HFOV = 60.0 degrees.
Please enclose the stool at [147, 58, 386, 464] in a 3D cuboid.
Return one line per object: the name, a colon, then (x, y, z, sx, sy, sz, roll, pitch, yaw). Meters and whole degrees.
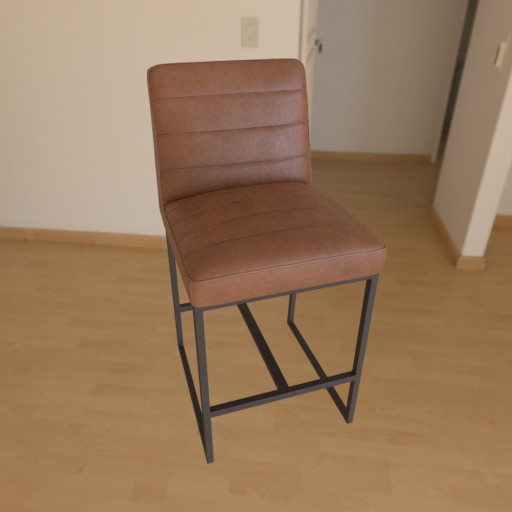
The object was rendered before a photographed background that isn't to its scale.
stool: (0.000, 0.000, 1.218, 0.458, 0.940, 0.556, -9, 32, -15)
